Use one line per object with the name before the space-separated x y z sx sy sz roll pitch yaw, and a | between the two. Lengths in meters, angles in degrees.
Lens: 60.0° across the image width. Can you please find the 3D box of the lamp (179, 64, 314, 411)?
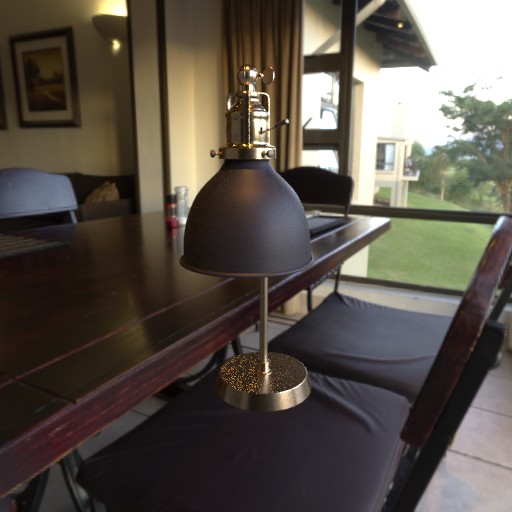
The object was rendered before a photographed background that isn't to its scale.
lamp | 0.000 0.000 0.594 0.160 0.456 0.291 2 14 9
